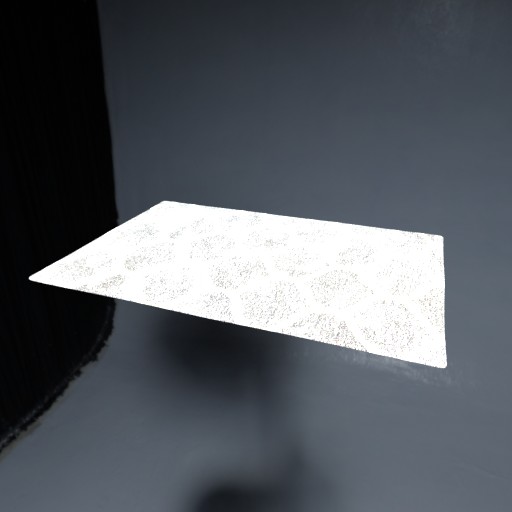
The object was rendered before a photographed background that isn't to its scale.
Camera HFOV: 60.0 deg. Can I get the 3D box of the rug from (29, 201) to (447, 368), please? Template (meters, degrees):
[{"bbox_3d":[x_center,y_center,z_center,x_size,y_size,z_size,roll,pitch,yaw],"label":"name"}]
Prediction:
[{"bbox_3d":[0.000,0.000,3.403,2.701,0.026,1.801,9,27,18],"label":"rug"}]
